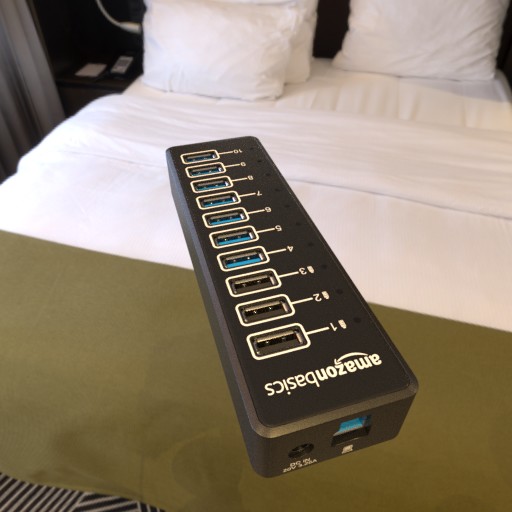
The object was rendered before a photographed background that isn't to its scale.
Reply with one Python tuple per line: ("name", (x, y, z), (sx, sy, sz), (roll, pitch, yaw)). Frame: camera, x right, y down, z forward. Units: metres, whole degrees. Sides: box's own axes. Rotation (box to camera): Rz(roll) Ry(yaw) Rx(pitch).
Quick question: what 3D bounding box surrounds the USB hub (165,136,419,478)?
("USB hub", (0.000, 0.000, 0.164), (0.044, 0.023, 0.145), (-12, 43, -13))
